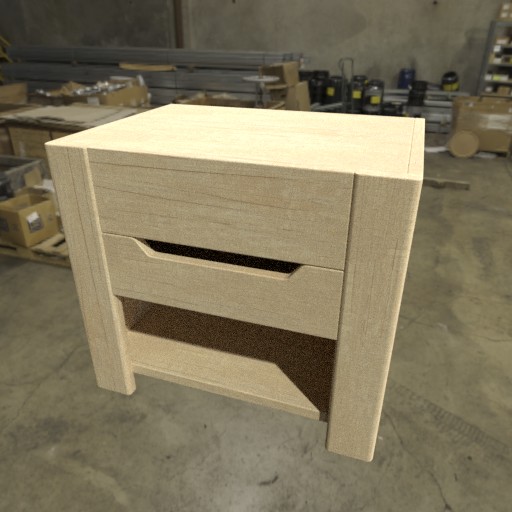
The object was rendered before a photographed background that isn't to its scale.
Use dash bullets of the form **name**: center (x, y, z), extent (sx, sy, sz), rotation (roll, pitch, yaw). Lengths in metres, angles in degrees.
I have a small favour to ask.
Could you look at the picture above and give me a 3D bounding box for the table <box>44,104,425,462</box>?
- **table**: center (0.000, 0.000, 0.909), extent (0.570, 0.510, 0.420), rotation (9, 29, 17)
